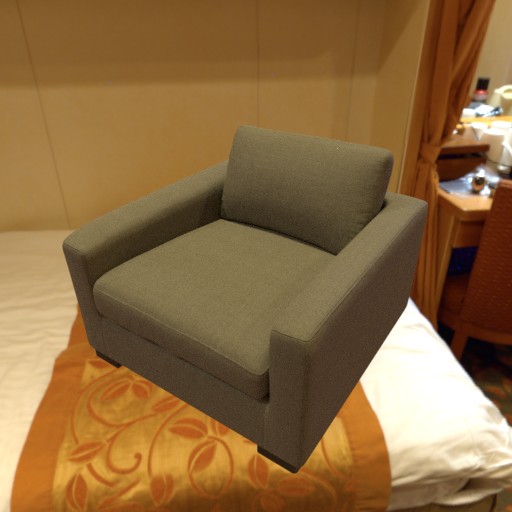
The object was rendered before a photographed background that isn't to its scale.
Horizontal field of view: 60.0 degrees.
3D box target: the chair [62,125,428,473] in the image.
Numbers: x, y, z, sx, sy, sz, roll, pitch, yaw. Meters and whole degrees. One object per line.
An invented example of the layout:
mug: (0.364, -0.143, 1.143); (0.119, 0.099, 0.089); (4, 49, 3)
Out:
chair: (0.000, 0.000, 1.859); (1.070, 0.847, 1.100); (19, 35, 29)
